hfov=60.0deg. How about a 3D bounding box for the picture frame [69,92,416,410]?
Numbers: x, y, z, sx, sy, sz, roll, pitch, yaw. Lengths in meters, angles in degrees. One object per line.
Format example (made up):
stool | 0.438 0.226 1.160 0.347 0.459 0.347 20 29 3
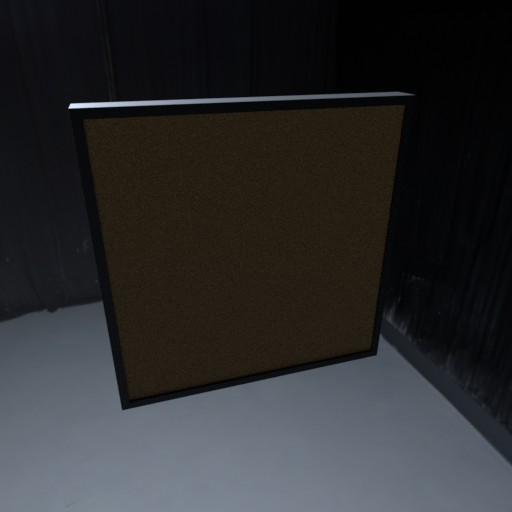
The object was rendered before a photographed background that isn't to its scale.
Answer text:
picture frame | 0.000 0.000 0.472 0.317 0.317 0.030 -8 27 -16
